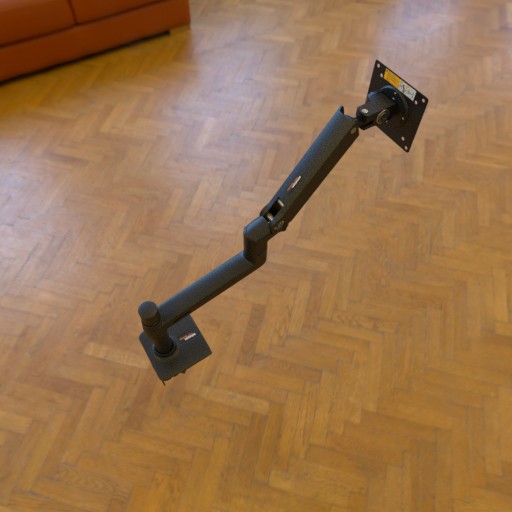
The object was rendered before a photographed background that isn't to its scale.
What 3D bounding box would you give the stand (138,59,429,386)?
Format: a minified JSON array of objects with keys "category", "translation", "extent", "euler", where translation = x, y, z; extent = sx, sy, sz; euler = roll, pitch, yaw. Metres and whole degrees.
[{"category":"stand","translation":[0.000,0.000,1.046],"extent":[0.650,0.713,0.152],"euler":[-28,61,-17]}]
